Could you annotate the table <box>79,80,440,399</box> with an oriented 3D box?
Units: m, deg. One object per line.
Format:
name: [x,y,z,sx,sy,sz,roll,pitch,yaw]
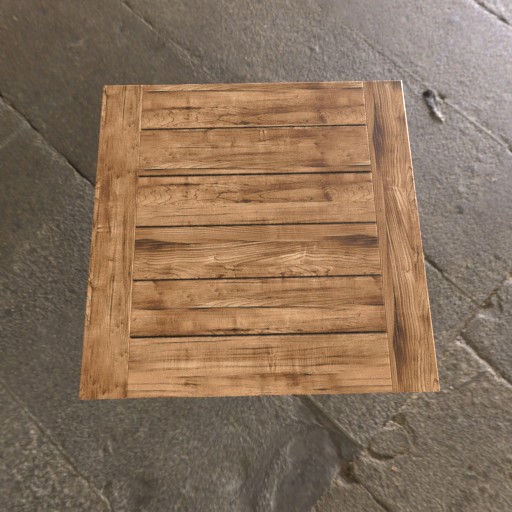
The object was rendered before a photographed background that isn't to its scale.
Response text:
table: [0.000,0.000,1.047,0.610,0.457,0.610,-1,75,0]
